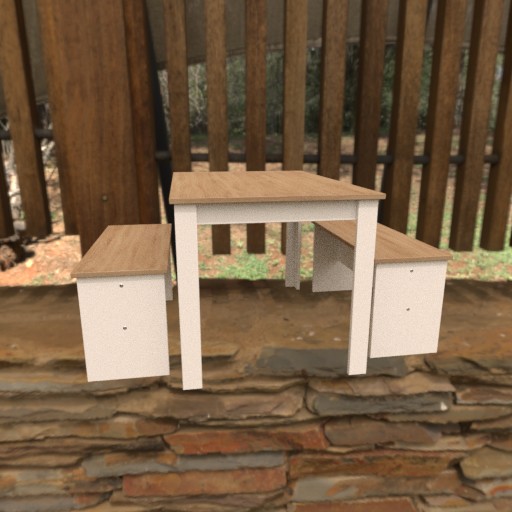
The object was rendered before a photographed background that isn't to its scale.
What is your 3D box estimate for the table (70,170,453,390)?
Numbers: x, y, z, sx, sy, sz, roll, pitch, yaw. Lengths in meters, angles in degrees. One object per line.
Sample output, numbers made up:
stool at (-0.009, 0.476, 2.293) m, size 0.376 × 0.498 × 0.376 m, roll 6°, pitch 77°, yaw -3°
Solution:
table at (0.000, 0.000, 2.075) m, size 1.443 × 0.700 × 1.100 m, roll -2°, pitch 15°, yaw -9°
